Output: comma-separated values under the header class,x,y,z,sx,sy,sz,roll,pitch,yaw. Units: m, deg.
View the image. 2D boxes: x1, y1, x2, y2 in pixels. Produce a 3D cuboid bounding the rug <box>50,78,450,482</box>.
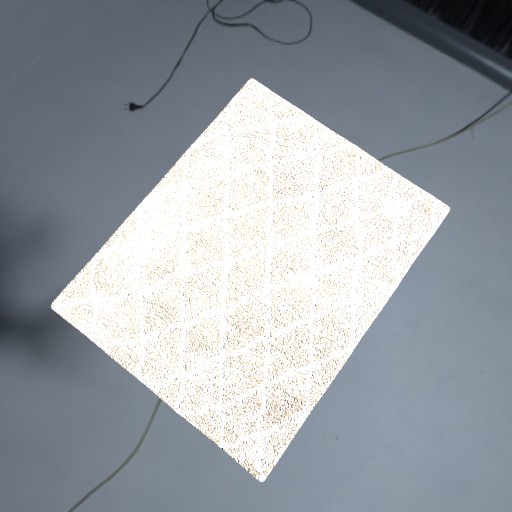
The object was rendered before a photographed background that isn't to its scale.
class,x,y,z,sx,sy,sz,roll,pitch,yaw
rug,0.000,0.000,4.175,2.438,0.029,3.047,36,78,9
